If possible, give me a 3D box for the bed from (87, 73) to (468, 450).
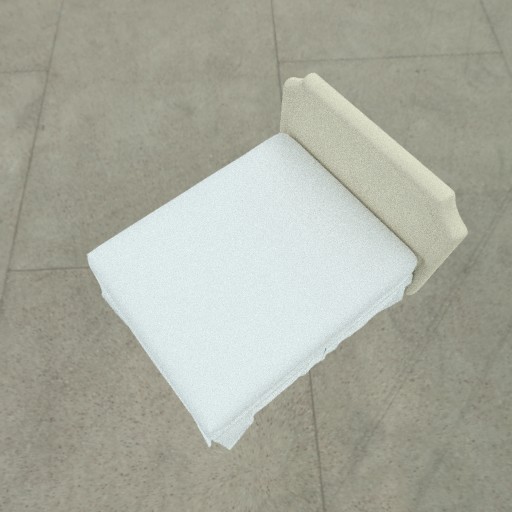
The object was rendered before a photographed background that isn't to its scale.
[{"bbox_3d":[0.000,0.000,3.336,2.209,1.296,1.827,-36,69,-16],"label":"bed"}]
